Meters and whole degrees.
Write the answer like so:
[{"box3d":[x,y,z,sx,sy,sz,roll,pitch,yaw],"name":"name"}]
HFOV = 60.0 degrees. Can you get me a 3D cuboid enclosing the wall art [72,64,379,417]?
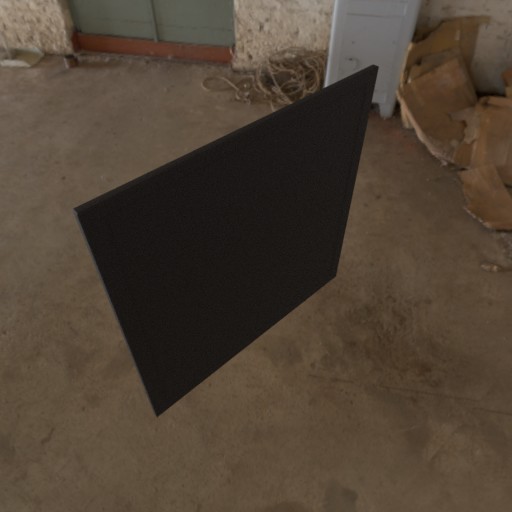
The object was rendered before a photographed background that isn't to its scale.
[{"box3d":[0.000,0.000,0.839,0.562,0.558,0.012,-34,56,-27],"name":"wall art"}]
